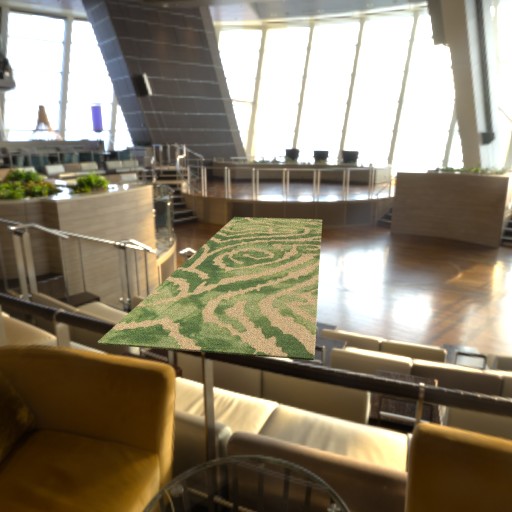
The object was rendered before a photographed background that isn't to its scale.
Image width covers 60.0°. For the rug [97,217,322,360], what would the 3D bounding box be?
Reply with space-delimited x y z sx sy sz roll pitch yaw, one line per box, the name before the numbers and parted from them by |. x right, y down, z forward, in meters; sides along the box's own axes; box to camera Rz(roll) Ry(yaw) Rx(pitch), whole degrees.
rug | 0.000 0.000 2.665 0.761 0.006 2.438 2 16 8
